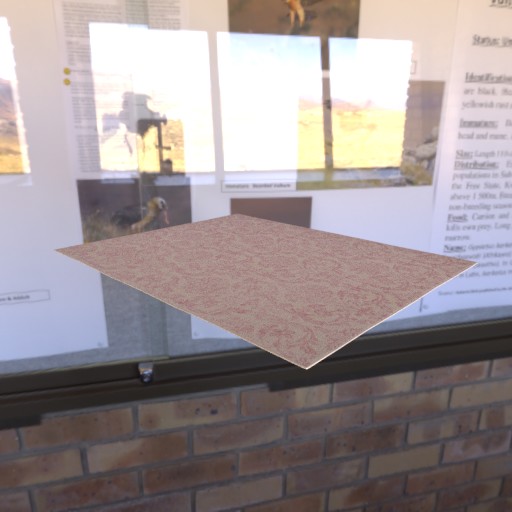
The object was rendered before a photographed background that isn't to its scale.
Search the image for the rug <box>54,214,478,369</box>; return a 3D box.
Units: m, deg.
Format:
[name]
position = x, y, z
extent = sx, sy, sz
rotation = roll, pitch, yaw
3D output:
[rug]
position = 0.000, 0.000, 3.956
extent = 2.980, 0.012, 2.363
rotation = 16, 23, 42
